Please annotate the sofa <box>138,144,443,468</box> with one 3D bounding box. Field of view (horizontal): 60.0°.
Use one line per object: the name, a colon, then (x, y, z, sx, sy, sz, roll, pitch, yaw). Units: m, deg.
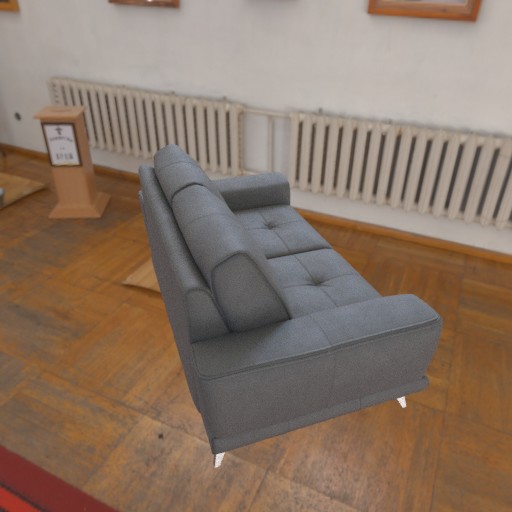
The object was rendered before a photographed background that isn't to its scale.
sofa: (0.000, 0.000, 2.371, 1.018, 0.907, 1.806, -10, 33, -17)
